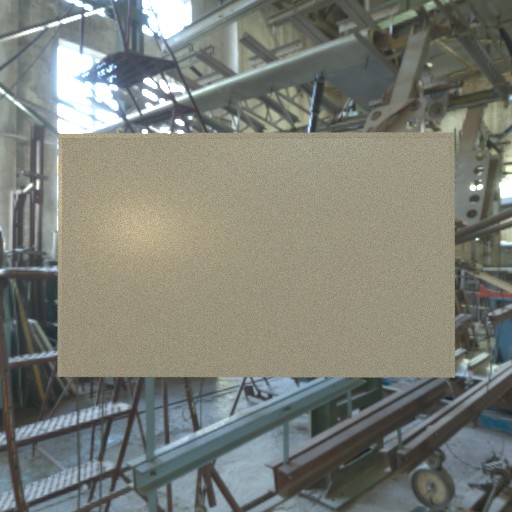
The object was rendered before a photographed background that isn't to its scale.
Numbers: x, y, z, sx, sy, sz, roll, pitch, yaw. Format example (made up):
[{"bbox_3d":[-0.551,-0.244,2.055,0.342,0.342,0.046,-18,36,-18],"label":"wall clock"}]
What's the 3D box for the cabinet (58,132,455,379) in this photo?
[{"bbox_3d":[0.000,0.000,1.809,1.450,0.900,0.380,0,0,0],"label":"cabinet"}]
